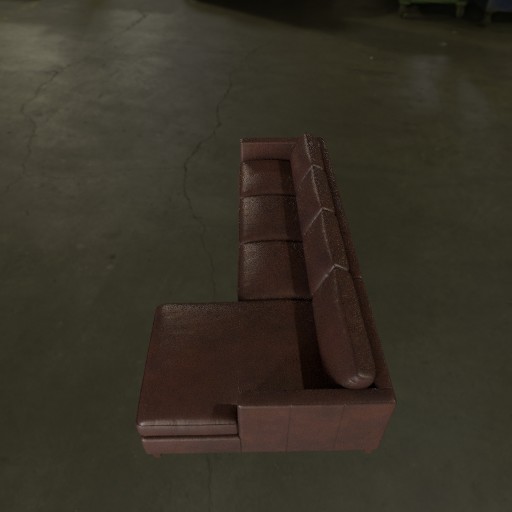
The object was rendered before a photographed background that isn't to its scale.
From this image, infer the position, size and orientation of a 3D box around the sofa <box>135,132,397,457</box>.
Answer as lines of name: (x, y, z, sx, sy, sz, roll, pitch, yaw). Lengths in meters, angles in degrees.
sofa: (0.000, 0.000, 3.921, 1.581, 0.883, 3.203, -1, 43, -1)
